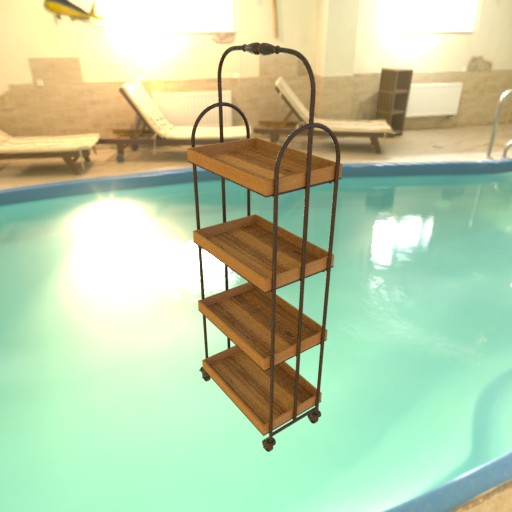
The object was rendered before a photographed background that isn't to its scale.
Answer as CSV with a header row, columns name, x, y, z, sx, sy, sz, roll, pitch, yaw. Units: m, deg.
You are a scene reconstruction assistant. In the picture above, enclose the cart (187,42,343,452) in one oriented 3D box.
name,x,y,z,sx,sy,sz,roll,pitch,yaw
cart,0.000,0.000,1.706,0.308,1.481,0.581,-18,32,-31
